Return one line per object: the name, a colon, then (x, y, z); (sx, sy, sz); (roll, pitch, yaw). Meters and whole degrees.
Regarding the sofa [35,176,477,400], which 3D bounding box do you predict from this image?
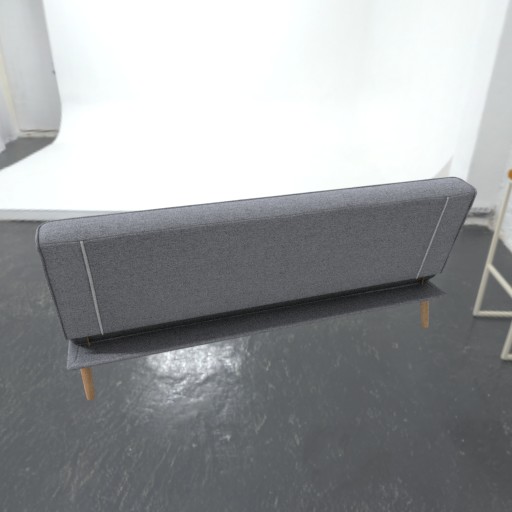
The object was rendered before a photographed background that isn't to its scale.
sofa: (0.000, 0.000, 2.237); (1.820, 0.830, 0.810); (-8, 28, -16)
